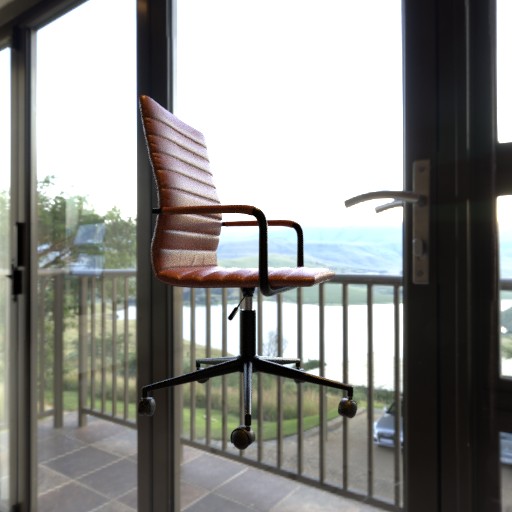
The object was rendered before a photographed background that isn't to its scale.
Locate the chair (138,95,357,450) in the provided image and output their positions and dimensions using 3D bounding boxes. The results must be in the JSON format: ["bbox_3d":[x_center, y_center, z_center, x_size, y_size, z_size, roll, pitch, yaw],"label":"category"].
[{"bbox_3d":[0.000,0.000,1.298,0.578,0.878,0.600,0,0,17],"label":"chair"}]
